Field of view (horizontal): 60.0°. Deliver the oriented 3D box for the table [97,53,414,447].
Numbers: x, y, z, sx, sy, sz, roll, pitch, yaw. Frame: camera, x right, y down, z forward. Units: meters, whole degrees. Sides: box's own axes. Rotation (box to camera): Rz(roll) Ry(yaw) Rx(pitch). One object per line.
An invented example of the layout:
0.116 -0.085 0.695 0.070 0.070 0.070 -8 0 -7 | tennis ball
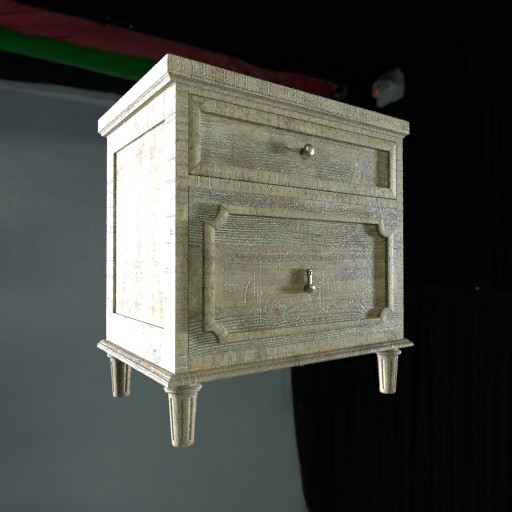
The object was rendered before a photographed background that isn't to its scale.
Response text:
0.000 0.000 1.155 0.686 0.711 0.457 0 -1 -35 | table
